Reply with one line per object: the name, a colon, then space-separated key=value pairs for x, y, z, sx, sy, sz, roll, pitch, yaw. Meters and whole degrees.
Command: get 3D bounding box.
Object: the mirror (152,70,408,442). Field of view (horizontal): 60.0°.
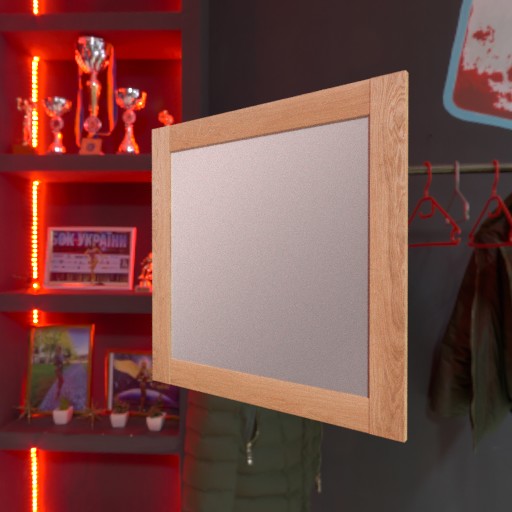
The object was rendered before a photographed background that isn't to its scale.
mirror: x=0.000 y=0.000 z=1.191 sx=0.800 sy=0.800 sz=0.020 roll=0 pitch=1 yaw=35
